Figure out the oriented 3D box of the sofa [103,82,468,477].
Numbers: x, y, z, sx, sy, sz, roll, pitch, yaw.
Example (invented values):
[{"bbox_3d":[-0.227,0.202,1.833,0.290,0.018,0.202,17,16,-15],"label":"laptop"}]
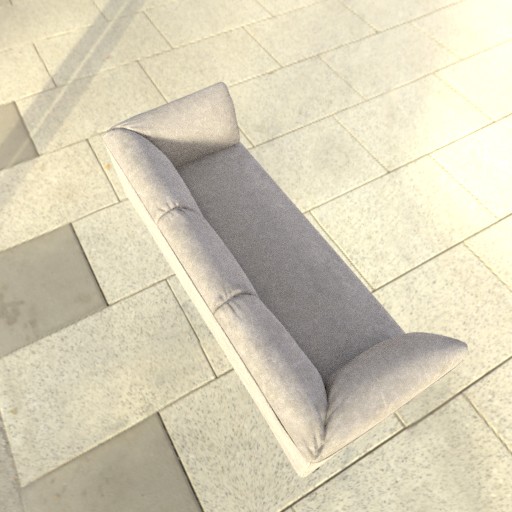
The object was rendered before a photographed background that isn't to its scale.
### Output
[{"bbox_3d":[0.000,0.000,2.613,0.899,0.758,2.238,-28,63,-16],"label":"sofa"}]
